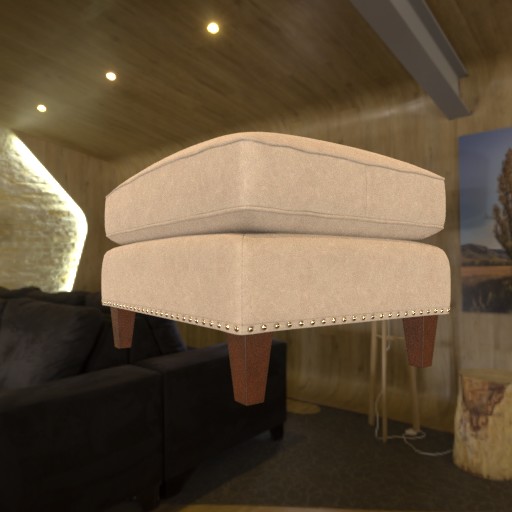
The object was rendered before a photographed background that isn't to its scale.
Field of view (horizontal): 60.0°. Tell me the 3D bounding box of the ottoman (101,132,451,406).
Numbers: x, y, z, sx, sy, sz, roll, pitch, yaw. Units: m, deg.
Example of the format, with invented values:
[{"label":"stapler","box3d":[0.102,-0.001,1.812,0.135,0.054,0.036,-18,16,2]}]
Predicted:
[{"label":"ottoman","box3d":[0.000,0.000,1.148,0.584,0.513,0.741,1,-2,-35]}]
